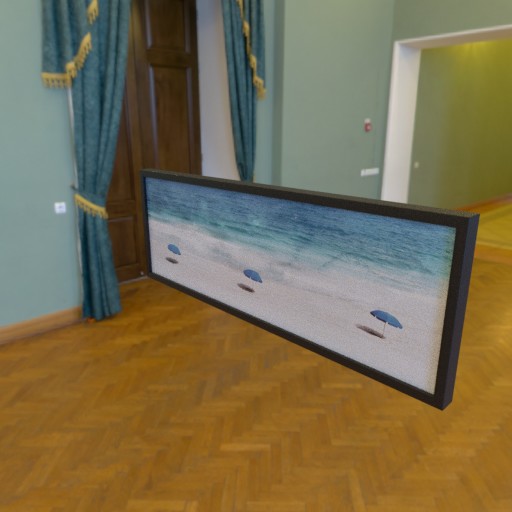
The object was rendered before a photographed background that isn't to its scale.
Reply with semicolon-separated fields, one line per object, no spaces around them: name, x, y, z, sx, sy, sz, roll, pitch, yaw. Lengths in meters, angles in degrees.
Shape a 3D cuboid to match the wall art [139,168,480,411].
wall art;0.000;0.000;0.944;0.037;0.303;0.860;-16;23;-42
